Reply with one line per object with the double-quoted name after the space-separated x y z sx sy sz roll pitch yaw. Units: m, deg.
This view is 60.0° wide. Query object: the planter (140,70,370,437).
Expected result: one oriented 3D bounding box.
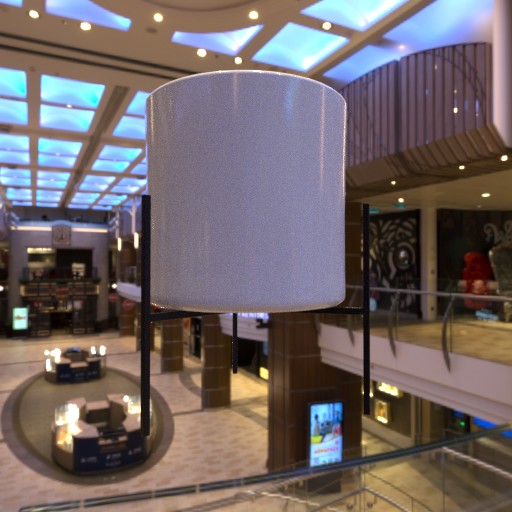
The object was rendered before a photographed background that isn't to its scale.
0.000 0.000 0.727 0.361 0.480 0.360 0 -1 17 "planter"
